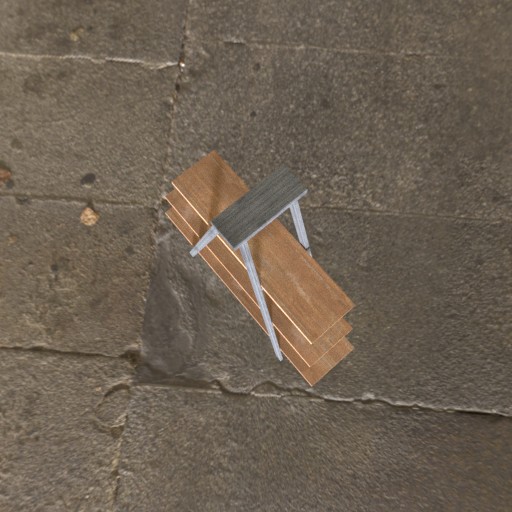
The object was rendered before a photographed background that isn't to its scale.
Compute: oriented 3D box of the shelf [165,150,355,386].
[{"bbox_3d":[0.000,0.000,2.774,0.508,1.808,1.746,-39,79,-9],"label":"shelf"}]
